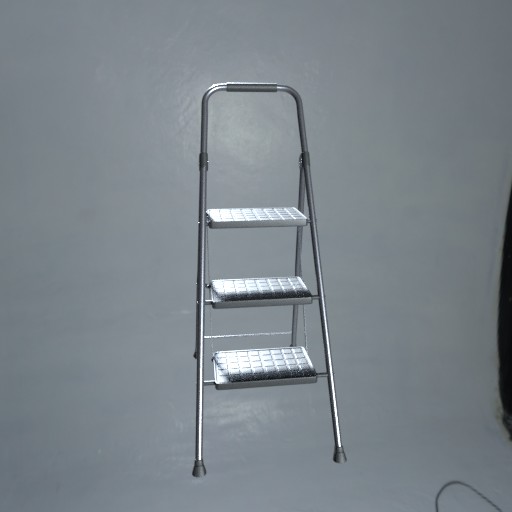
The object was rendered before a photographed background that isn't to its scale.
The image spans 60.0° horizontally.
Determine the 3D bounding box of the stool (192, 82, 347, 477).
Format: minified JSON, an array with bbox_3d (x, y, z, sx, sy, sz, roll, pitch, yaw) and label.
[{"bbox_3d":[0.000,0.000,1.513,0.473,1.121,0.733,-2,17,-7],"label":"stool"}]
